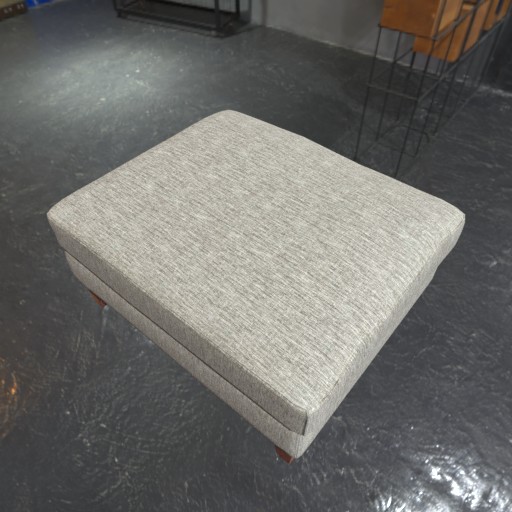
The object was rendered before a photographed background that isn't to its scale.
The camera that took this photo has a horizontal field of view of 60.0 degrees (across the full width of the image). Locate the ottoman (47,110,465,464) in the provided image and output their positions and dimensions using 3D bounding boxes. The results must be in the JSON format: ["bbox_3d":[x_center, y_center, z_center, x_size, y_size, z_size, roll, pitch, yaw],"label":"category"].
[{"bbox_3d":[0.000,0.000,1.464,0.994,0.492,0.839,31,54,26],"label":"ottoman"}]
